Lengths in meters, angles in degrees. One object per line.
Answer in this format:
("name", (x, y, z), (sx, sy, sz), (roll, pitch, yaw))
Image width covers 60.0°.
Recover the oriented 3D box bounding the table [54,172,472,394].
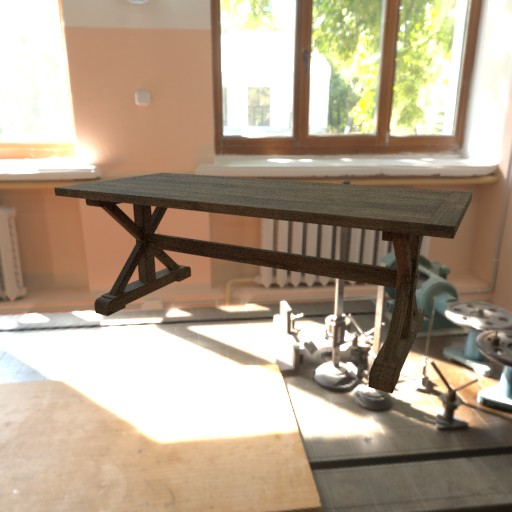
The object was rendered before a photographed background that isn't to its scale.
("table", (0.000, 0.000, 2.457), (2.031, 0.733, 0.907), (9, 19, 27))
